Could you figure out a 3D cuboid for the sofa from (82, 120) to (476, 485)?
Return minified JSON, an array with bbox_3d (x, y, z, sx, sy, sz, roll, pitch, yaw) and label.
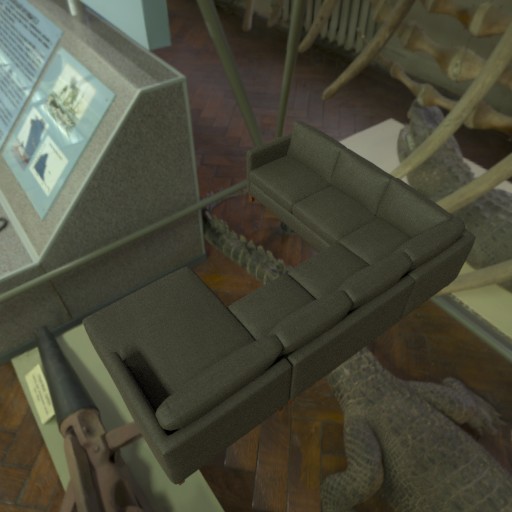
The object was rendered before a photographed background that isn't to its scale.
[{"bbox_3d":[0.000,0.000,4.452,3.460,0.961,2.594,-28,52,-25],"label":"sofa"}]
